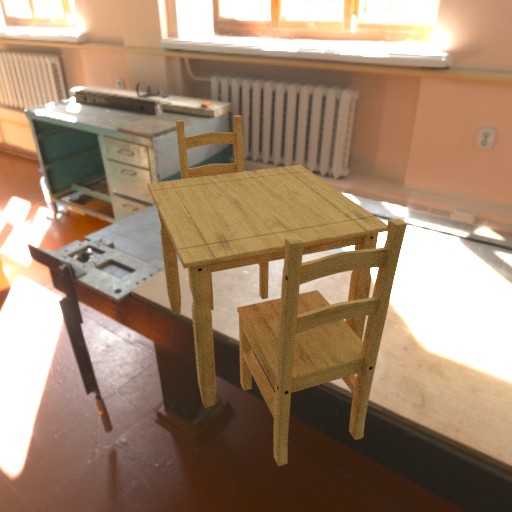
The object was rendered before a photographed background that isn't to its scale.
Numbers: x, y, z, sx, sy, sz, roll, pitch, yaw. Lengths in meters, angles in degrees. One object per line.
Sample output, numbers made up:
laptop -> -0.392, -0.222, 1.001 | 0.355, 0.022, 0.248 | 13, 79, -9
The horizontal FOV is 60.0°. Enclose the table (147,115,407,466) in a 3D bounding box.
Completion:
table -> 0.000, 0.000, 2.048 | 0.813, 0.942, 1.501 | -10, 31, -18
